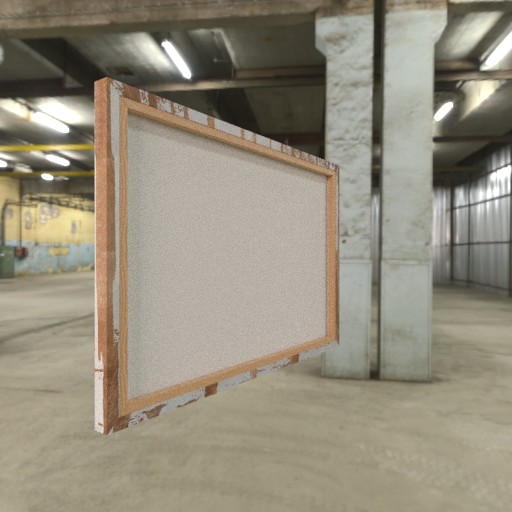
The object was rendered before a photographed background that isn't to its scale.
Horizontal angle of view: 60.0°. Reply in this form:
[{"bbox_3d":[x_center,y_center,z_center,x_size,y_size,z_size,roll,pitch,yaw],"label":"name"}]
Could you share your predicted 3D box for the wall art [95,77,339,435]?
[{"bbox_3d":[0.000,0.000,1.133,0.035,0.609,0.914,0,0,36],"label":"wall art"}]
